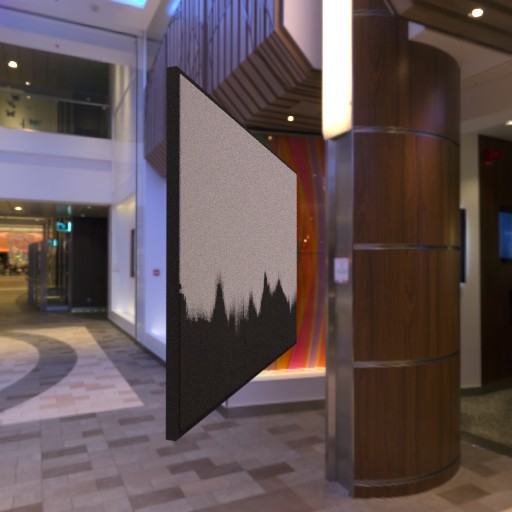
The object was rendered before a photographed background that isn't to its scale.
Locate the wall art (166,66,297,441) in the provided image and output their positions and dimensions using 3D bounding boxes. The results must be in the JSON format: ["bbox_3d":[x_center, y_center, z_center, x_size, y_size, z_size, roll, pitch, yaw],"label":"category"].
[{"bbox_3d":[0.000,0.000,1.518,0.028,0.805,1.190,0,-1,18],"label":"wall art"}]
